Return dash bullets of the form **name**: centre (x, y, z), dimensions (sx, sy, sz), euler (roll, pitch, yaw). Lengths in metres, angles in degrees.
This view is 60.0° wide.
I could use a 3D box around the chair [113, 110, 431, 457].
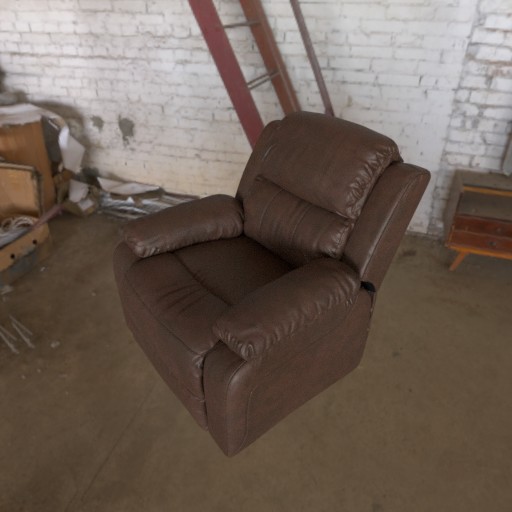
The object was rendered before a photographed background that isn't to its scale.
- **chair**: centre (0.000, 0.000, 1.297), dimensions (0.707, 0.702, 0.680), euler (-22, 39, -31)
